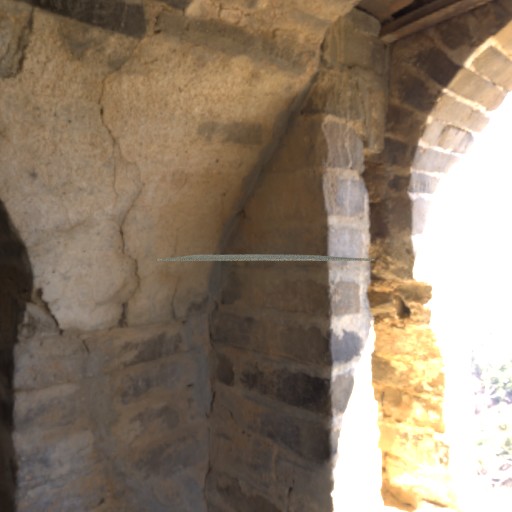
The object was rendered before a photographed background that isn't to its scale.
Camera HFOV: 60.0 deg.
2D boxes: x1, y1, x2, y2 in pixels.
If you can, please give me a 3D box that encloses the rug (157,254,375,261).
[{"bbox_3d":[0.000,0.000,2.543,0.686,0.013,2.340,0,1,-2],"label":"rug"}]
